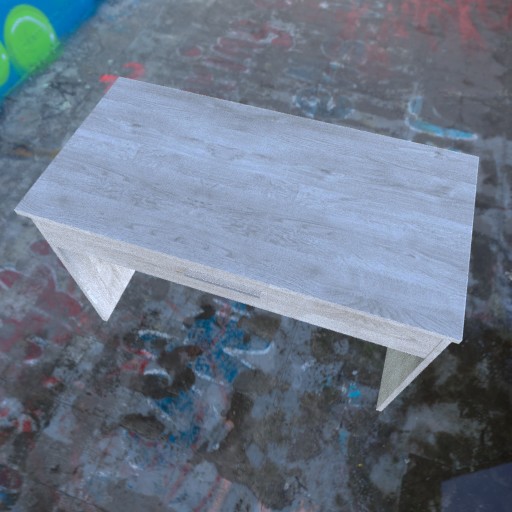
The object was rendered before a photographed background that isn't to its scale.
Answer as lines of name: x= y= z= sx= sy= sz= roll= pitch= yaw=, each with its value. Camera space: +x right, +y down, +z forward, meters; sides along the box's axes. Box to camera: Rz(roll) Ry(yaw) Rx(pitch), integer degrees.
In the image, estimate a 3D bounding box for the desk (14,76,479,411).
desk: x=0.000 y=0.000 z=1.474 sx=1.100 sy=0.730 sz=0.560 roll=16 pitch=59 yaw=10
